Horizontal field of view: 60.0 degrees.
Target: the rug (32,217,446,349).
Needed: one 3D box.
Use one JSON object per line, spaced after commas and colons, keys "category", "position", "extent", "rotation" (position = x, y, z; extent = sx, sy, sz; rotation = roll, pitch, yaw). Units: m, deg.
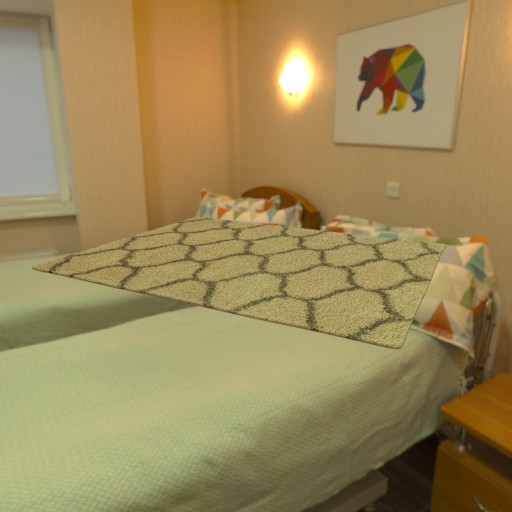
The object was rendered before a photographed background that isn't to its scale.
{"category": "rug", "position": [0.000, 0.000, 4.037], "extent": [3.000, 0.026, 2.399], "rotation": [8, 18, 26]}
